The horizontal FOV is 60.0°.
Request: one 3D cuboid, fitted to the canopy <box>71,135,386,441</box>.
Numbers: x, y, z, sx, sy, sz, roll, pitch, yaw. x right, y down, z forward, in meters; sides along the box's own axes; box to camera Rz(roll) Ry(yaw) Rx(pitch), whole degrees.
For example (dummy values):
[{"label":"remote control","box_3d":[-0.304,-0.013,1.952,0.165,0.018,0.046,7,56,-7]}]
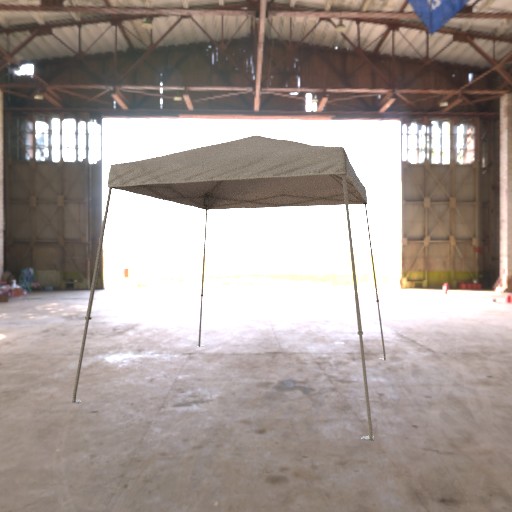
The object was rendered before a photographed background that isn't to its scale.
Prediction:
[{"label":"canopy","box_3d":[0.000,0.000,5.213,2.849,2.849,2.848,0,0,18]}]
